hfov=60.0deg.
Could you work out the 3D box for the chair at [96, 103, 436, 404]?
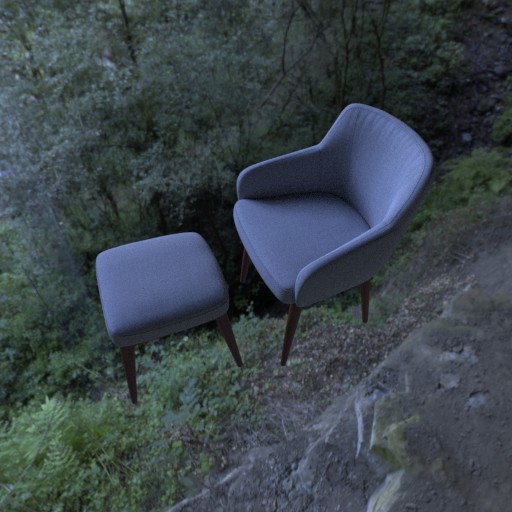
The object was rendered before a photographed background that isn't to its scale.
[{"bbox_3d":[0.000,0.000,1.589,1.107,0.799,0.584,-16,48,-15],"label":"chair"}]
